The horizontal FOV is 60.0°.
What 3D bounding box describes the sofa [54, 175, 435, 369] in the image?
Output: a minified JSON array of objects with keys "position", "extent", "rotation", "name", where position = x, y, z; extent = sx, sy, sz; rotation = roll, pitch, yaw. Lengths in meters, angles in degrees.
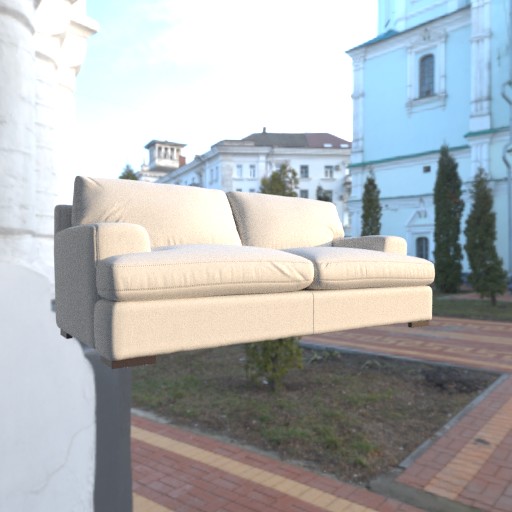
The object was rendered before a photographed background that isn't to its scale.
[{"position":[0.000,0.000,2.817],"extent":[2.261,0.940,1.143],"rotation":[0,-1,-35],"name":"sofa"}]
